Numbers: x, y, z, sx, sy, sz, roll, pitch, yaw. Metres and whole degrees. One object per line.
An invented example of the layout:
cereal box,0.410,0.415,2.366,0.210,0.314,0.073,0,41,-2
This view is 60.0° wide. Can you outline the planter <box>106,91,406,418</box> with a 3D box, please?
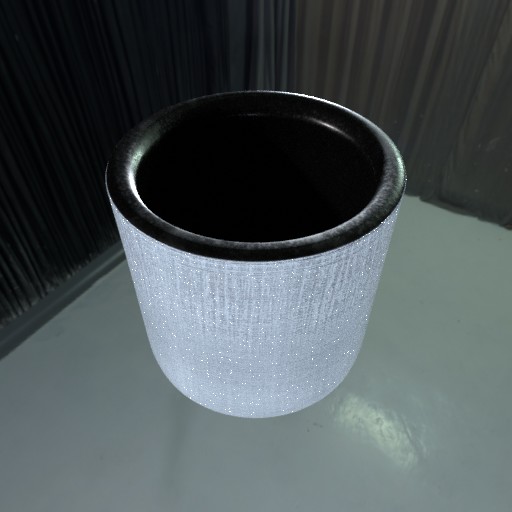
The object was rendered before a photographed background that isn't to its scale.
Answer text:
planter,0.000,0.000,0.291,0.160,0.156,0.160,0,45,0
